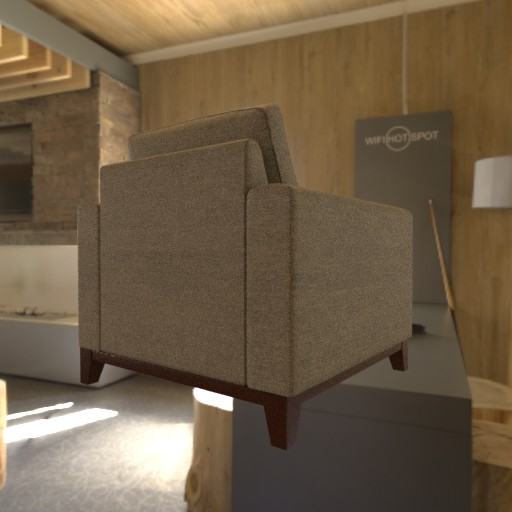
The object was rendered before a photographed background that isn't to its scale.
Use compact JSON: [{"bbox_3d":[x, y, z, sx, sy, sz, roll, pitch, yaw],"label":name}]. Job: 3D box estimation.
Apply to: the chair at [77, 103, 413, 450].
[{"bbox_3d":[0.000,0.000,1.880,1.024,1.010,1.038,1,1,37],"label":"chair"}]
